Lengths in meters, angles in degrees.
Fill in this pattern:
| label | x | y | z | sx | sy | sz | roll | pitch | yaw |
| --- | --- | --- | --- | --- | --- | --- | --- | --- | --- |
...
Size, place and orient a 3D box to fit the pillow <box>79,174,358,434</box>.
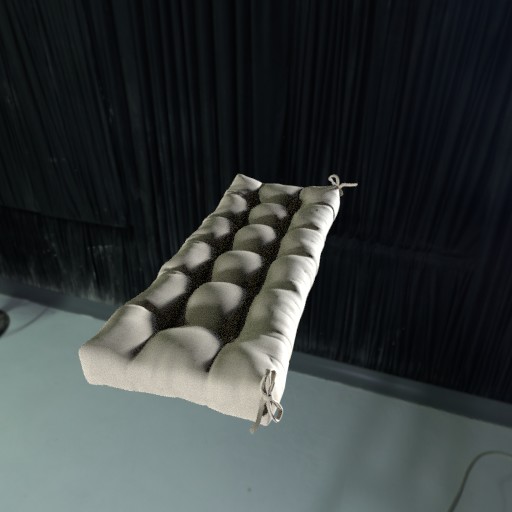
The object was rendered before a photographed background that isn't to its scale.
| label | x | y | z | sx | sy | sz | roll | pitch | yaw |
| --- | --- | --- | --- | --- | --- | --- | --- | --- | --- |
| pillow | 0.000 | 0.000 | 1.364 | 0.511 | 0.174 | 1.194 | 8 | 32 | 14 |
